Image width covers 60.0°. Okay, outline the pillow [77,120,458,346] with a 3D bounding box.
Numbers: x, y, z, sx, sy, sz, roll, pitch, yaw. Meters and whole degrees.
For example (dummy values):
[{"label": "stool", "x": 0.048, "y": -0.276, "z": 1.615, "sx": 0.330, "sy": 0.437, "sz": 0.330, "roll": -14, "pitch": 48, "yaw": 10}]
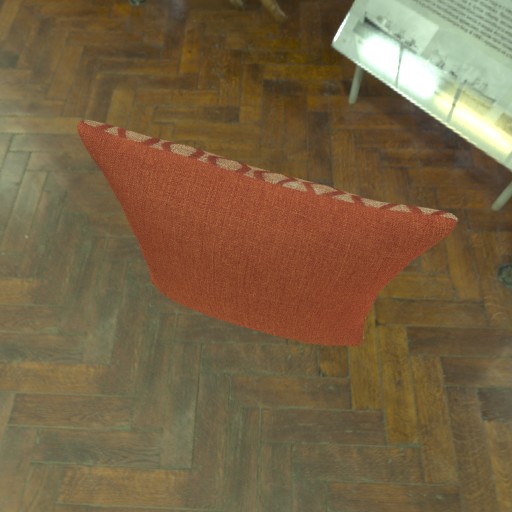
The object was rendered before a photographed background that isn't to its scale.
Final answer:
[{"label": "pillow", "x": 0.000, "y": 0.000, "z": 0.664, "sx": 0.429, "sy": 0.434, "sz": 0.159, "roll": 15, "pitch": 63, "yaw": 8}]
